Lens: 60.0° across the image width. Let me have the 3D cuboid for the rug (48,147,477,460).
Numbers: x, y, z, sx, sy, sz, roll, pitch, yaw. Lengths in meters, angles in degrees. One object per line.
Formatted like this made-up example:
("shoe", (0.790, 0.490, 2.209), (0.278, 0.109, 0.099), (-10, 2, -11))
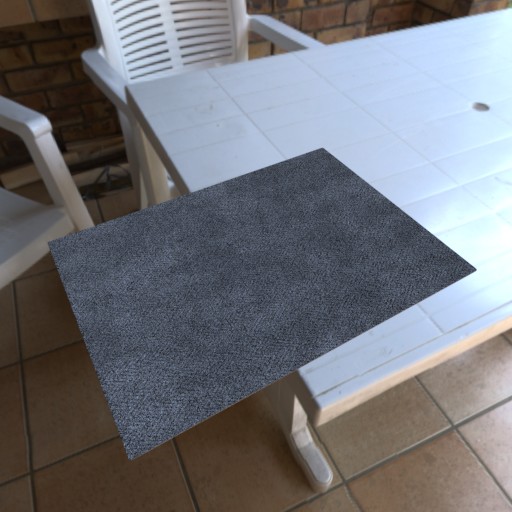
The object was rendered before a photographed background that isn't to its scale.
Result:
("rug", (0.000, 0.000, 2.823), (2.235, 0.008, 1.600), (-23, 50, -21))
